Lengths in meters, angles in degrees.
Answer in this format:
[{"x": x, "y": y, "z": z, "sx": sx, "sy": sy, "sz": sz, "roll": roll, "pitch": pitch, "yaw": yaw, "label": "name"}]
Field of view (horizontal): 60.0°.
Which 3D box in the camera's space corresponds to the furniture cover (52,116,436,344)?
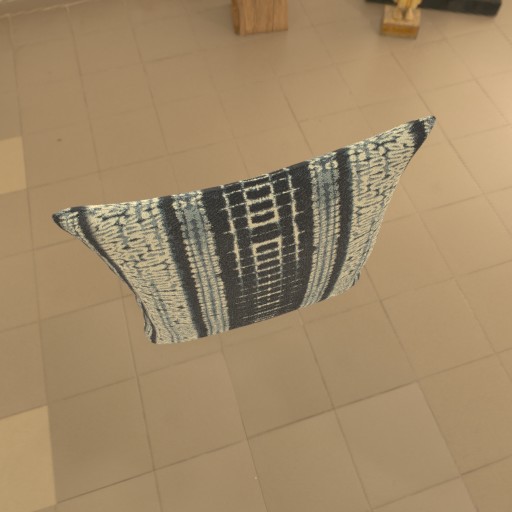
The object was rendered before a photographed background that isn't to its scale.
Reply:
[{"x": 0.000, "y": 0.000, "z": 0.659, "sx": 0.425, "sy": 0.435, "sz": 0.133, "roll": -16, "pitch": 65, "yaw": -8, "label": "furniture cover"}]
